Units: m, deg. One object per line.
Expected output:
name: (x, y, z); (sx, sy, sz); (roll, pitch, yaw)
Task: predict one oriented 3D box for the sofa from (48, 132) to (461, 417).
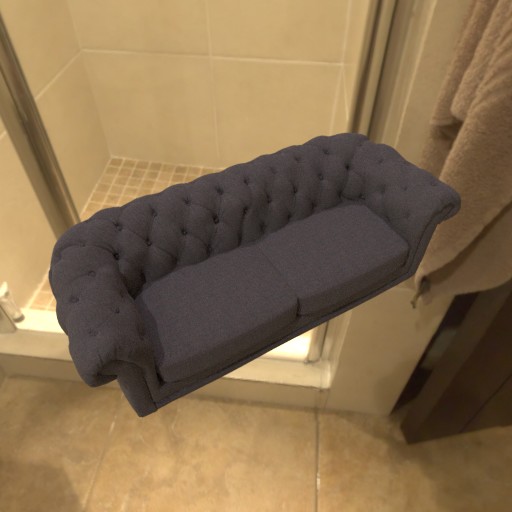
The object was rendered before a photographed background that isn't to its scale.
sofa: (0.000, 0.000, 2.798); (2.335, 0.836, 1.046); (-23, 51, -20)
